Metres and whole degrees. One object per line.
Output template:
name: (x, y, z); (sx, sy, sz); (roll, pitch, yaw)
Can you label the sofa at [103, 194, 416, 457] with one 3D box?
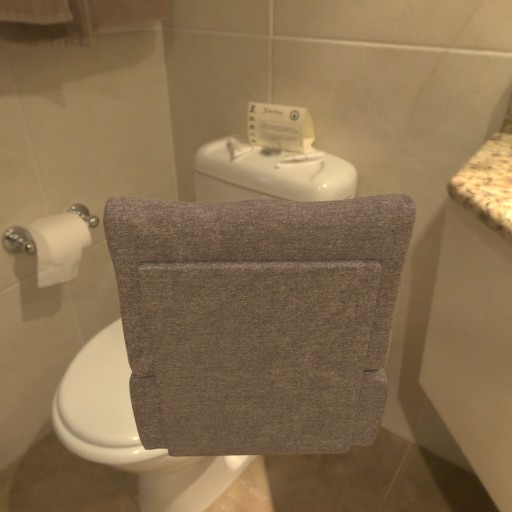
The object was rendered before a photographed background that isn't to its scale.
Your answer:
sofa: (0.000, 0.000, 1.524); (0.700, 0.820, 1.000); (-1, 32, -1)
